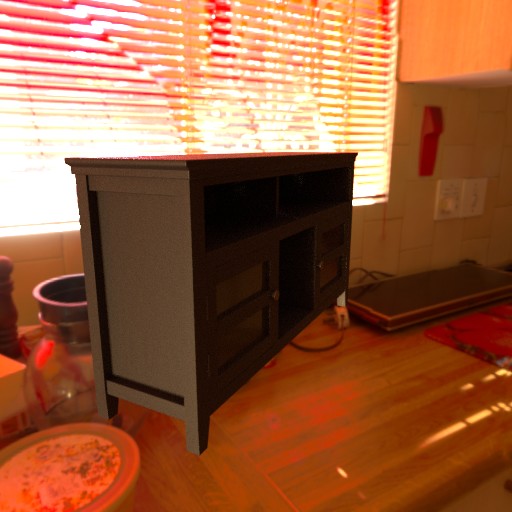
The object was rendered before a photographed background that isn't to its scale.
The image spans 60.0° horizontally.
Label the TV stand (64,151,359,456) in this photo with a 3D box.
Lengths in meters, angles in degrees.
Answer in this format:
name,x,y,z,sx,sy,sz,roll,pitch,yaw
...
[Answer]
name,x,y,z,sx,sy,sz,roll,pitch,yaw
TV stand,0.000,0.000,1.519,0.347,0.681,1.198,7,16,27
